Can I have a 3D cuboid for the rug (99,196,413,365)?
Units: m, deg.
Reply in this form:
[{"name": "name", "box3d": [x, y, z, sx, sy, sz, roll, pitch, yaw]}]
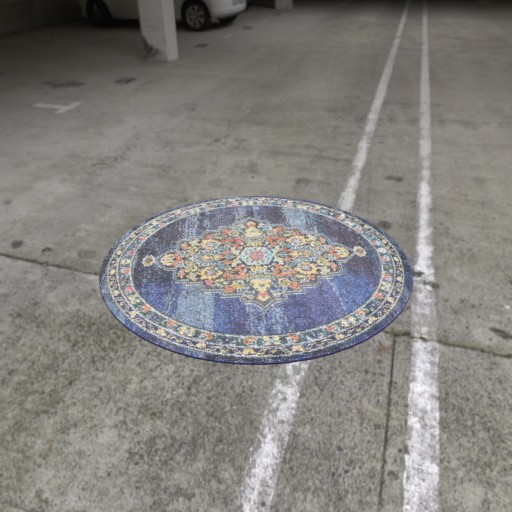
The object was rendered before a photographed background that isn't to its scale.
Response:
[{"name": "rug", "box3d": [0.000, 0.000, 2.348, 1.591, 0.010, 1.591, 0, 31, 0]}]
